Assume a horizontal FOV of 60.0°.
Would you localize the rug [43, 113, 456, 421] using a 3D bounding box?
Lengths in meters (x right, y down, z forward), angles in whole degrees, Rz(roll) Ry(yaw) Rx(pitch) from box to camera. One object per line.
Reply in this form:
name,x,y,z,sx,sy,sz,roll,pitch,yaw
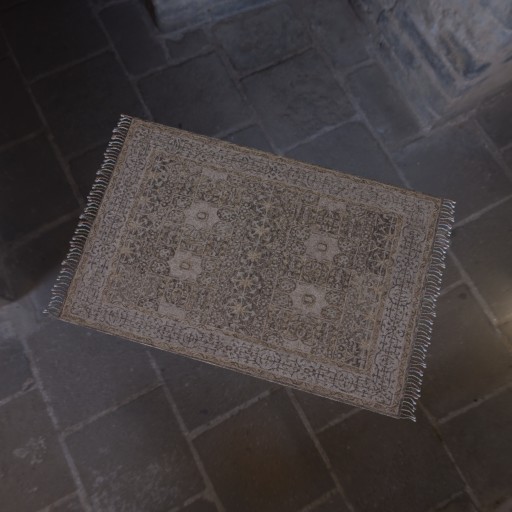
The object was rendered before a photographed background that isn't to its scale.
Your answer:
rug,0.000,0.000,2.439,2.029,0.010,1.237,15,78,3
